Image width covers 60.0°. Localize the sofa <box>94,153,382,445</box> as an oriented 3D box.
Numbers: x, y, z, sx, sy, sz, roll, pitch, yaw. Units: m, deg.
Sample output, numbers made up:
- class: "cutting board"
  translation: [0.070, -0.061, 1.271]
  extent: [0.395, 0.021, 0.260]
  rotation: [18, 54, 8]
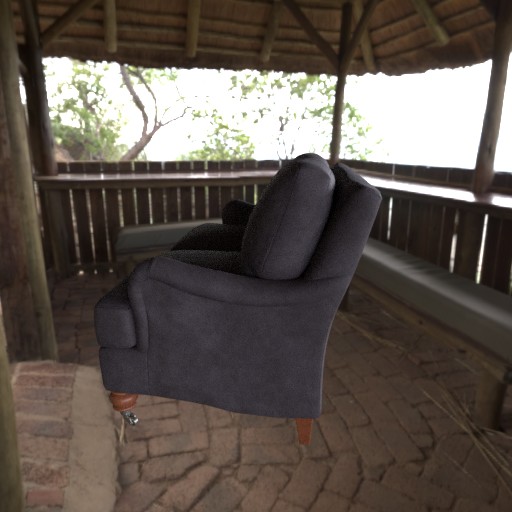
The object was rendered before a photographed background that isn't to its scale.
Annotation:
- class: "sofa"
  translation: [0.000, 0.000, 2.492]
  extent: [1.084, 1.101, 1.853]
  rotation: [2, 15, 7]
